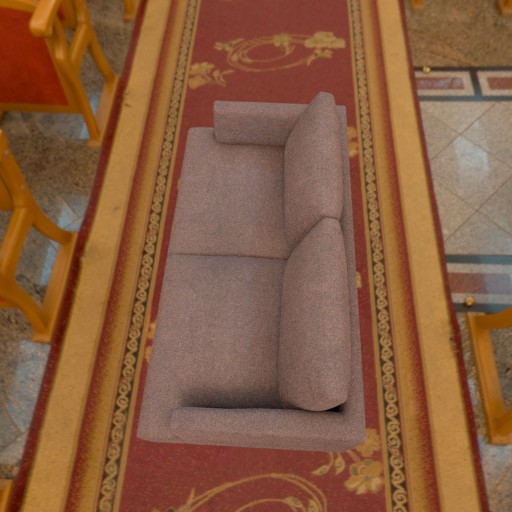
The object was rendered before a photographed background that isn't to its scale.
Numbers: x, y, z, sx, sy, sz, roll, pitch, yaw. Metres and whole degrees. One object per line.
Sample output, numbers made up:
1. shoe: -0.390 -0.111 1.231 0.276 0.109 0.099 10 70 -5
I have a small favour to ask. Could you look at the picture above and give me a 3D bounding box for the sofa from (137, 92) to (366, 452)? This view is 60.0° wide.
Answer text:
1. sofa: 0.000 0.000 2.478 1.020 0.868 1.948 3 61 1
